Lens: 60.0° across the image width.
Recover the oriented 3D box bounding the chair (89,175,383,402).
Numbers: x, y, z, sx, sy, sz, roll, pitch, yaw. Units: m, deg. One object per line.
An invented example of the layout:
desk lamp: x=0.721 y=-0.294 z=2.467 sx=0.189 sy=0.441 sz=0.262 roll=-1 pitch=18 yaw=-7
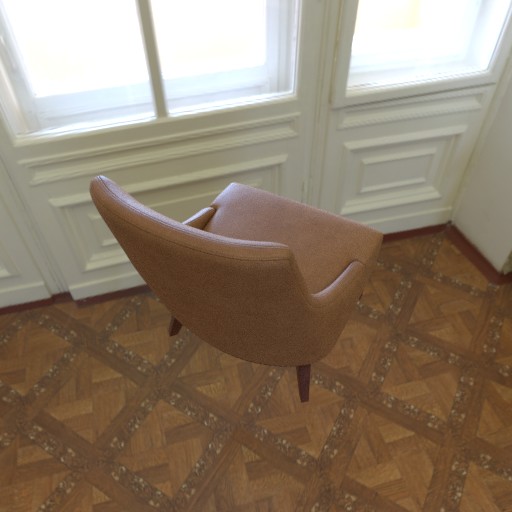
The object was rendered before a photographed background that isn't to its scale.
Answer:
chair: x=0.000 y=0.000 z=1.520 sx=0.701 sy=0.909 sz=0.861 roll=22 pitch=50 yaw=20
